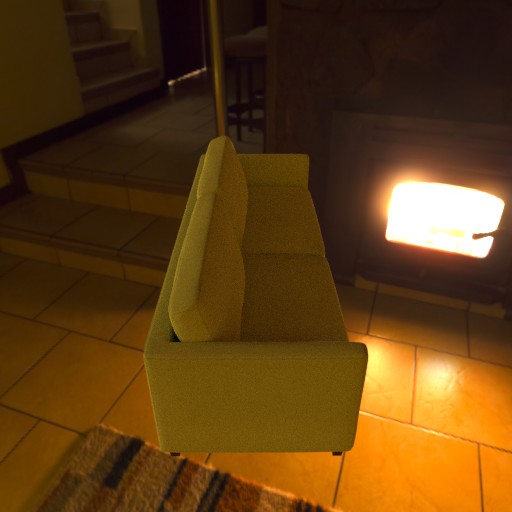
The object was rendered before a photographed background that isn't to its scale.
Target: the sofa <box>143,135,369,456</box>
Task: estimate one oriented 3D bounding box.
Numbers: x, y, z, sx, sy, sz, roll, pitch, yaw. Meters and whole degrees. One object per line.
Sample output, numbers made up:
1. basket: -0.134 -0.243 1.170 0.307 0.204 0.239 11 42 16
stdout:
1. sofa: 0.000 0.000 2.932 0.948 0.965 2.434 0 32 0
